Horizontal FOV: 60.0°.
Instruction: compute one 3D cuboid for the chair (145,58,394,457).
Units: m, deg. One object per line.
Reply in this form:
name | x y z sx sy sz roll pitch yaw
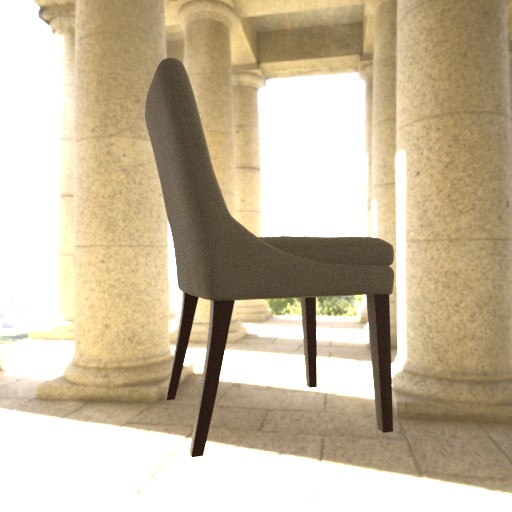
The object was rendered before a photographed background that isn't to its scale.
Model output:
chair | 0.000 0.000 1.318 0.638 0.940 0.515 0 -1 -19
